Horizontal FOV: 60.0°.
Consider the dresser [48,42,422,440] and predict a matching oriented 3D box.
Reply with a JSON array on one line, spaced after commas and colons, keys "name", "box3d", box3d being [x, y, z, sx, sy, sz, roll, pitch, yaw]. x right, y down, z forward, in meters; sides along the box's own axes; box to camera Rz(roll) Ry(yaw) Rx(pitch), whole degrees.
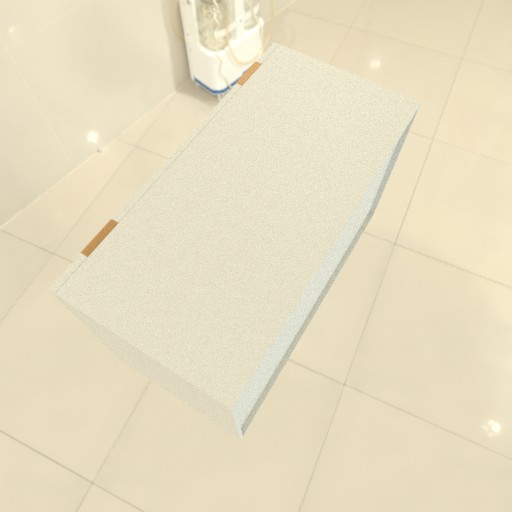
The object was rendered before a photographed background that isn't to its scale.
[{"name": "dresser", "box3d": [0.000, 0.000, 1.349, 0.457, 0.721, 0.905, 29, 66, 14]}]
